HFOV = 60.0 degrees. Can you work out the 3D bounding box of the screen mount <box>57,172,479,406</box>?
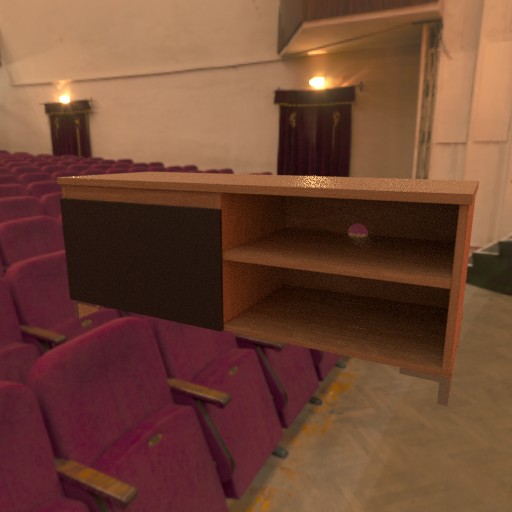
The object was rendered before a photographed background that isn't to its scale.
[{"bbox_3d":[0.000,0.000,1.259,1.084,0.432,0.406,7,15,27],"label":"screen mount"}]
